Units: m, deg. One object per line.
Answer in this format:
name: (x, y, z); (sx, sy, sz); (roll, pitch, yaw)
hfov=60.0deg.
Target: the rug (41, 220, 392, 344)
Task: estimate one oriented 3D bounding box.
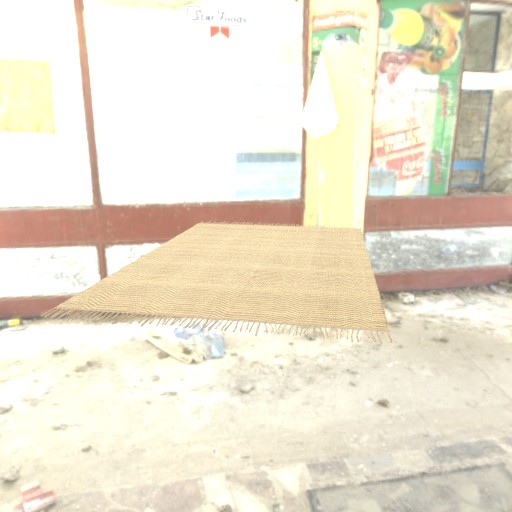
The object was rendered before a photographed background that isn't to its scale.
rug: (0.000, 0.000, 2.437); (1.224, 0.027, 2.021); (3, 15, 10)
